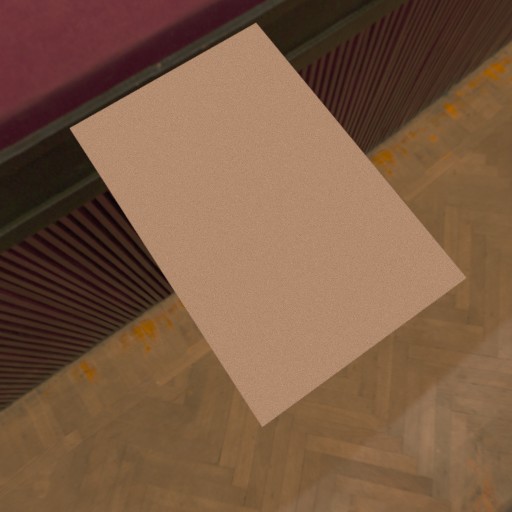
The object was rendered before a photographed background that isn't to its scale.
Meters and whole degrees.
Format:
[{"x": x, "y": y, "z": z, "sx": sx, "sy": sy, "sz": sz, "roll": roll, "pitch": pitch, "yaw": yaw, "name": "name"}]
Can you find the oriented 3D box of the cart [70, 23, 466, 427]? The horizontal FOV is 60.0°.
[{"x": 0.000, "y": 0.000, "z": 1.247, "sx": 0.442, "sy": 0.864, "sz": 0.683, "roll": -33, "pitch": 77, "yaw": -8, "name": "cart"}]
